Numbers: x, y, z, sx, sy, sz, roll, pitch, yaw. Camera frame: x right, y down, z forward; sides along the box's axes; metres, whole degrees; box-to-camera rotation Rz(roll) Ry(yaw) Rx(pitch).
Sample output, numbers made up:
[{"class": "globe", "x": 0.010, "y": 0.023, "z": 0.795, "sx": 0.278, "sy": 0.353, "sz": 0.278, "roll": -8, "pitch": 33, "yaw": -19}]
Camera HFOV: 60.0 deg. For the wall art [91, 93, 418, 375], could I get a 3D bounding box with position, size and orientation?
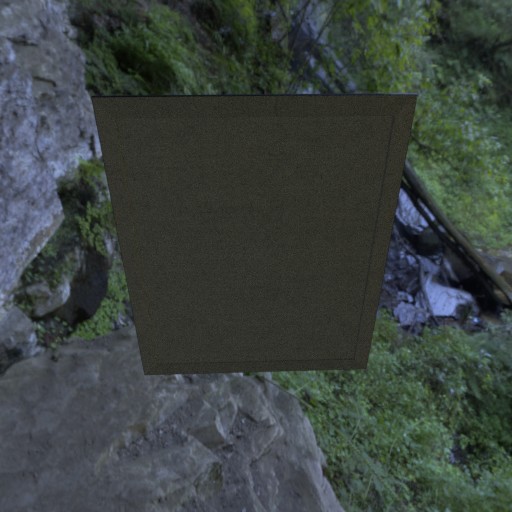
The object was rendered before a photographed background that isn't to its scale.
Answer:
[{"class": "wall art", "x": 0.000, "y": 0.000, "z": 0.647, "sx": 0.381, "sy": 0.457, "sz": 0.023, "roll": -1, "pitch": 32, "yaw": -2}]
